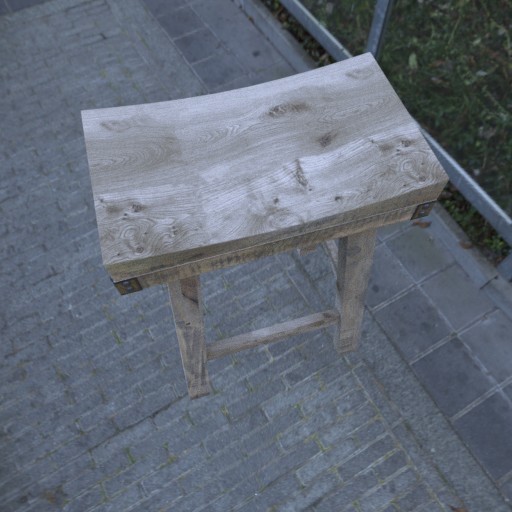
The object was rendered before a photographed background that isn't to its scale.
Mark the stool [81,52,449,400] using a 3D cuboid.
[{"bbox_3d":[0.000,0.000,0.871,0.450,0.635,0.330,-15,63,-8],"label":"stool"}]
